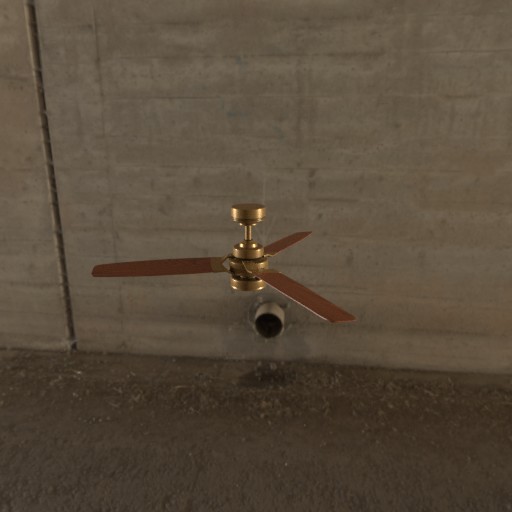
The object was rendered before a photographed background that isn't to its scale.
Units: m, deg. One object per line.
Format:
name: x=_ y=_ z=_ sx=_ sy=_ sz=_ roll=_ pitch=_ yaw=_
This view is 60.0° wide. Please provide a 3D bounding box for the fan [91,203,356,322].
fan: x=0.000 y=0.000 z=2.122 sx=1.416 sy=0.425 sz=1.271 roll=-9 pitch=19 yaw=-26
